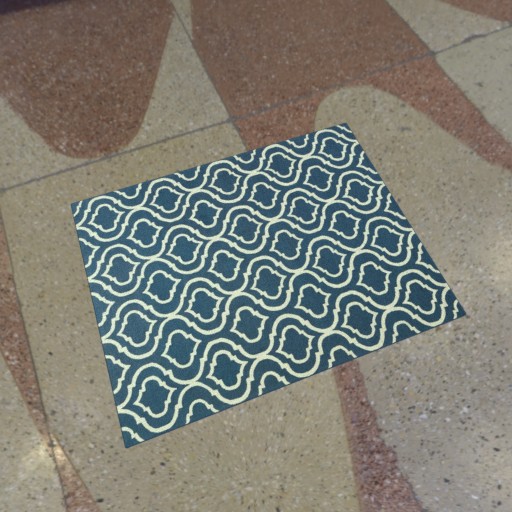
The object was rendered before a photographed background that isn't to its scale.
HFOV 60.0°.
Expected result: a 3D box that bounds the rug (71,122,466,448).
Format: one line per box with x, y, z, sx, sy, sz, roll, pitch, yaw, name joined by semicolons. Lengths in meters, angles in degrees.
0.000;0.000;3.928;2.881;0.020;2.270;-19;64;-9;rug
